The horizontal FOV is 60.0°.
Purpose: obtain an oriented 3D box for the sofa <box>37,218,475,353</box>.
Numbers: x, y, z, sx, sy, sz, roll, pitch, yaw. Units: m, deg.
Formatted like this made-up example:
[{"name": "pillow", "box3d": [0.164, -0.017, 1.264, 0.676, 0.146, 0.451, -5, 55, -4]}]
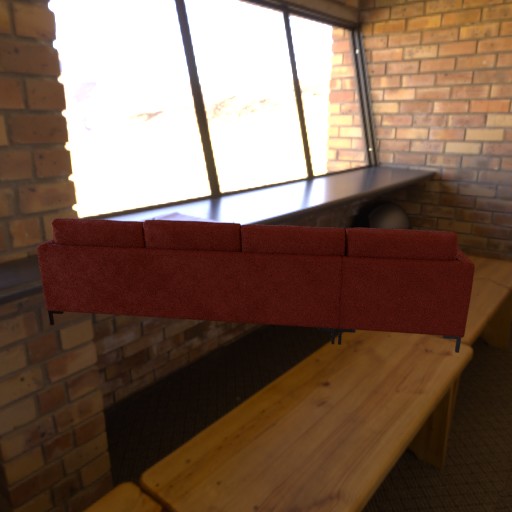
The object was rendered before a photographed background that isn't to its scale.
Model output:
[{"name": "sofa", "box3d": [0.000, 0.000, 2.990, 2.467, 0.663, 1.136, 2, 18, 8]}]
